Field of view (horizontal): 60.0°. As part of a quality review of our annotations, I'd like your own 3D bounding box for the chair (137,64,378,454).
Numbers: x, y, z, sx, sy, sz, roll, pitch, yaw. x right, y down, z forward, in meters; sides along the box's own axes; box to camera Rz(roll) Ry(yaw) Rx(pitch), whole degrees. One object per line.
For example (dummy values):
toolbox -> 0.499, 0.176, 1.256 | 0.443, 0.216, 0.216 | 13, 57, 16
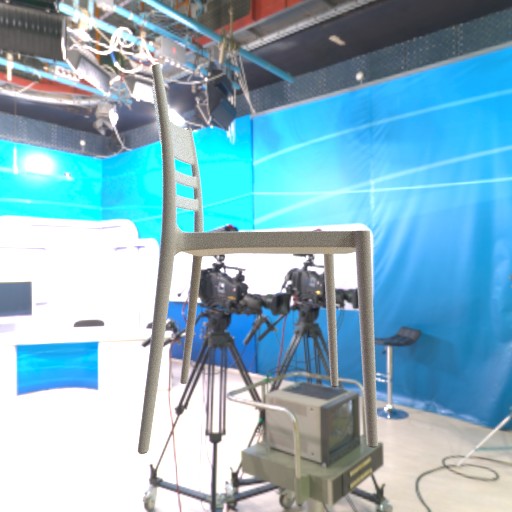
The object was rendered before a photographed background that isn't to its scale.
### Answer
chair -> 0.000, 0.000, 1.156 | 0.511, 0.800, 0.531 | 0, -1, 0
